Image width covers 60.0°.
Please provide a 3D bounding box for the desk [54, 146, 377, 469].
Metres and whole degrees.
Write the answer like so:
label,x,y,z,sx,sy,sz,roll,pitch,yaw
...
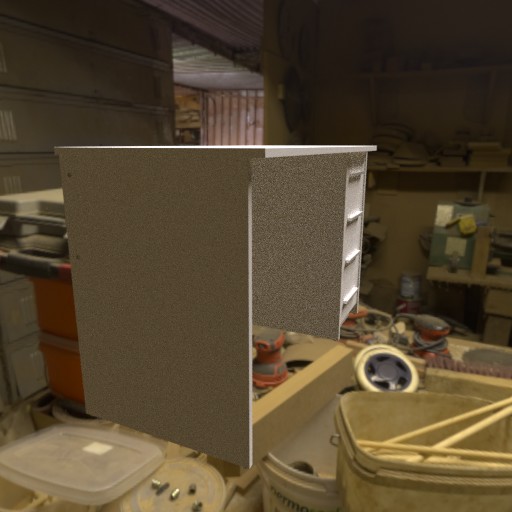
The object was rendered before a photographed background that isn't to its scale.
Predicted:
label,x,y,z,sx,sy,sz,roll,pitch,yaw
desk,0.000,0.000,1.521,0.560,0.730,1.096,7,16,25
